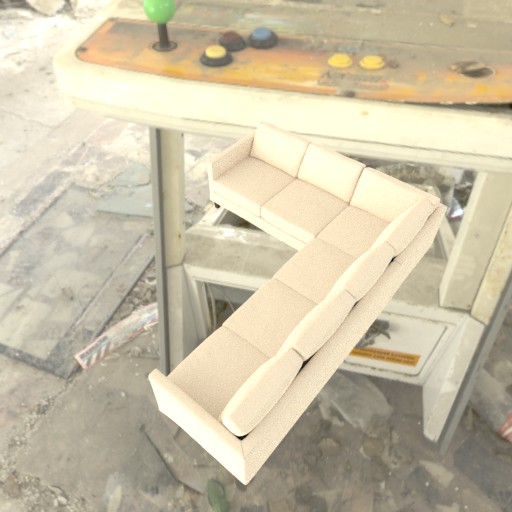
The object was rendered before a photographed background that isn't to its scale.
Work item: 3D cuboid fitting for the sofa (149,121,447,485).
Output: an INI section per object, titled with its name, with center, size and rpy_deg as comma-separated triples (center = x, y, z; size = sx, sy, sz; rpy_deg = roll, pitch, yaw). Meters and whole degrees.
[sofa]
center = 0.000, 0.000, 4.332
size = 2.432, 0.863, 3.182
rpy_deg = 31, 54, 26
